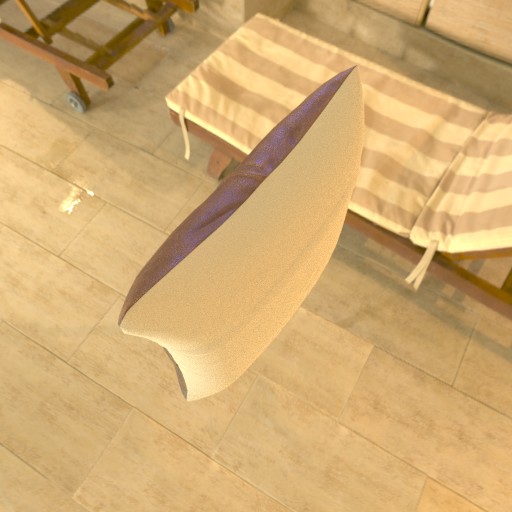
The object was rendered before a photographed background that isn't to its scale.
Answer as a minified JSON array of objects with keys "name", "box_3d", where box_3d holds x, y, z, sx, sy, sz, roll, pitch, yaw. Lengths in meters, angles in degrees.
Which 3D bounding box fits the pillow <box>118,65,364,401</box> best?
[{"name":"pillow","box_3d":[0.000,0.000,0.733,0.192,0.470,0.484,33,67,16]}]
